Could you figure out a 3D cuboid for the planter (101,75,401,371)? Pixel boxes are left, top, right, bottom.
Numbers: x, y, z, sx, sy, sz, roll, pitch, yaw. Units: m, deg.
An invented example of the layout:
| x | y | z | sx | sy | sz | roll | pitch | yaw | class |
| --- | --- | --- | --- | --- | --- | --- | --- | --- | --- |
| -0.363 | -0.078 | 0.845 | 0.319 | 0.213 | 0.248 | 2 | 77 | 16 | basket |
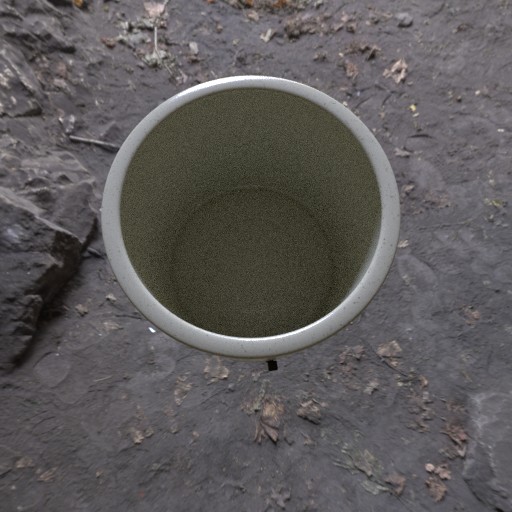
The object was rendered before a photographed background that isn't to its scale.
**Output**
| x | y | z | sx | sy | sz | roll | pitch | yaw | class |
| --- | --- | --- | --- | --- | --- | --- | --- | --- | --- |
| 0.000 | 0.000 | 0.336 | 0.159 | 0.230 | 0.152 | -40 | 79 | -9 | planter |
